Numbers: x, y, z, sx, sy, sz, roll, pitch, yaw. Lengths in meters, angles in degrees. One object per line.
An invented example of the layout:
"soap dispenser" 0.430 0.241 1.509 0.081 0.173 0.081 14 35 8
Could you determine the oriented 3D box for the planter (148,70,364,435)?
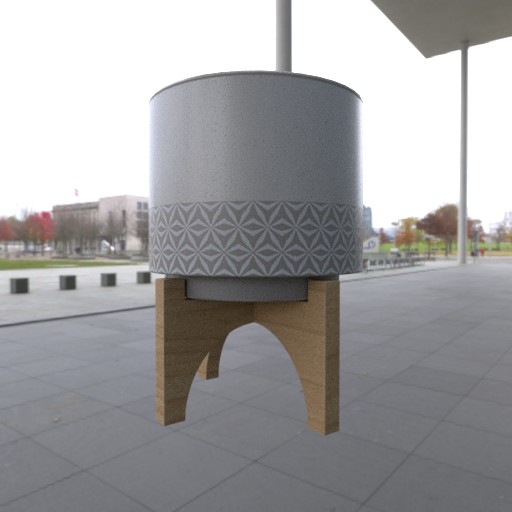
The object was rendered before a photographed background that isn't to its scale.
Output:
"planter" 0.000 0.000 0.401 0.188 0.260 0.188 0 1 0
